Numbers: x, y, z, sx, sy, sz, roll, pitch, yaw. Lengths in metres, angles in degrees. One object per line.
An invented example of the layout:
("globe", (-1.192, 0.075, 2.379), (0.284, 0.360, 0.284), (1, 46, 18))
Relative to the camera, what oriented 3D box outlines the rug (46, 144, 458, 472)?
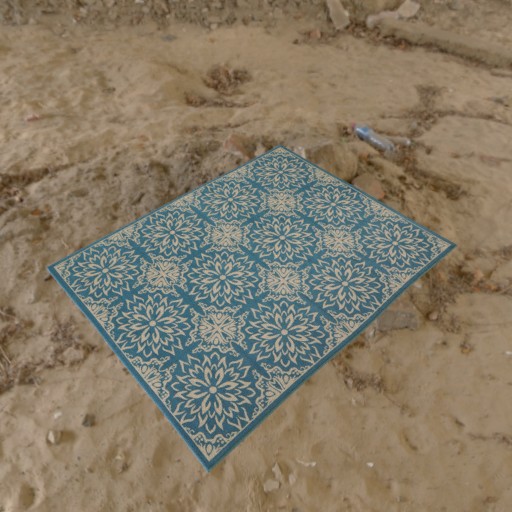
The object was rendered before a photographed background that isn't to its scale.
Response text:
("rug", (0.000, 0.000, 4.044), (2.964, 0.018, 2.350), (-33, 55, -28))
